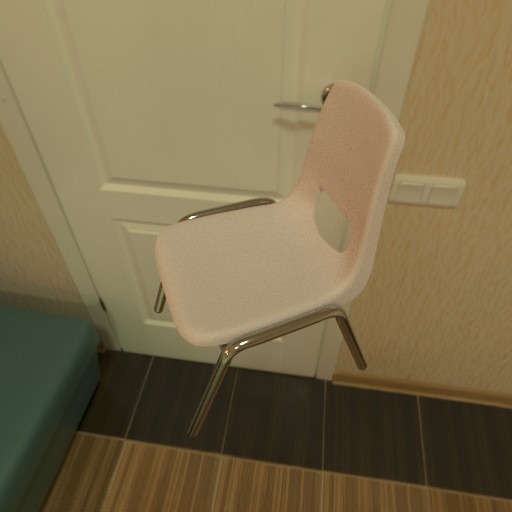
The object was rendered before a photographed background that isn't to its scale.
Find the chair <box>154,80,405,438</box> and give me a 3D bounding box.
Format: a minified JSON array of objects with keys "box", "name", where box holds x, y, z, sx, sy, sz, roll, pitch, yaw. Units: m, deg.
[{"box":[0.000,0.000,0.853,0.423,0.586,0.354,-15,49,-14],"name":"chair"}]
